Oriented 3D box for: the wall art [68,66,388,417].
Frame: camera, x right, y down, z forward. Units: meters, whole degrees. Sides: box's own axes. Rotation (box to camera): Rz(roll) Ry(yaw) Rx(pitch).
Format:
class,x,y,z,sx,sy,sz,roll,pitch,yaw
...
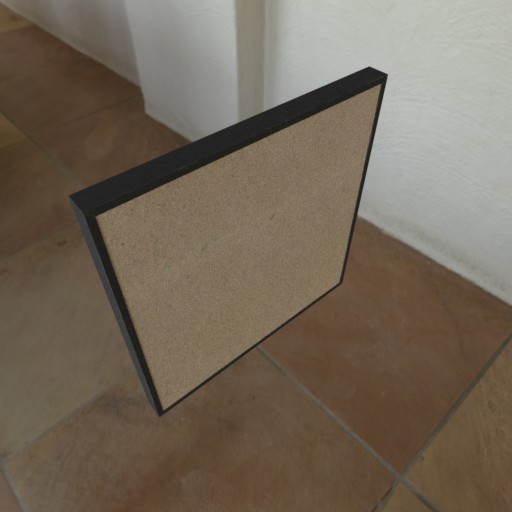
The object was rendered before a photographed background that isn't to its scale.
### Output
class,x,y,z,sx,sy,sz,roll,pitch,yaw
wall art,0.000,0.000,0.772,0.508,0.508,0.038,-32,54,-26
